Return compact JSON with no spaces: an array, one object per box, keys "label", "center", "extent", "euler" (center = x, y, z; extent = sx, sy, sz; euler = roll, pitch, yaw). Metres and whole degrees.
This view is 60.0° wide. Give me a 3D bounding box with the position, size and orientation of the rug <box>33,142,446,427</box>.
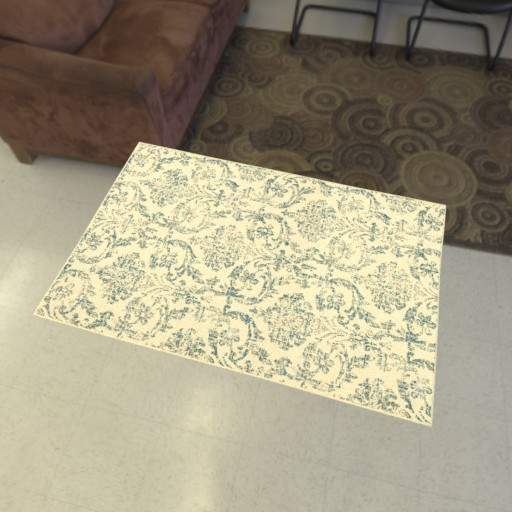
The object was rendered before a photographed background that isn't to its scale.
[{"label":"rug","center":[0.000,0.000,3.386],"extent":[2.746,0.018,1.819],"euler":[13,58,9]}]
